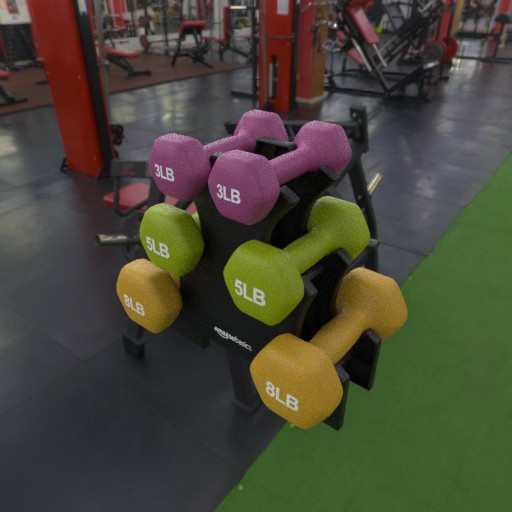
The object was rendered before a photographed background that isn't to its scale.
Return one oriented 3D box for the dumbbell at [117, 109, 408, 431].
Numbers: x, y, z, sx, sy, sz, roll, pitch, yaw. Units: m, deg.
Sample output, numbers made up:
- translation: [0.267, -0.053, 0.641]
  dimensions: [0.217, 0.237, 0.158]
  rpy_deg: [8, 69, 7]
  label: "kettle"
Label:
- translation: [0.000, 0.000, 0.482]
  dimensions: [0.300, 0.271, 0.190]
  rpy_deg: [23, 38, 33]
  label: "dumbbell"
